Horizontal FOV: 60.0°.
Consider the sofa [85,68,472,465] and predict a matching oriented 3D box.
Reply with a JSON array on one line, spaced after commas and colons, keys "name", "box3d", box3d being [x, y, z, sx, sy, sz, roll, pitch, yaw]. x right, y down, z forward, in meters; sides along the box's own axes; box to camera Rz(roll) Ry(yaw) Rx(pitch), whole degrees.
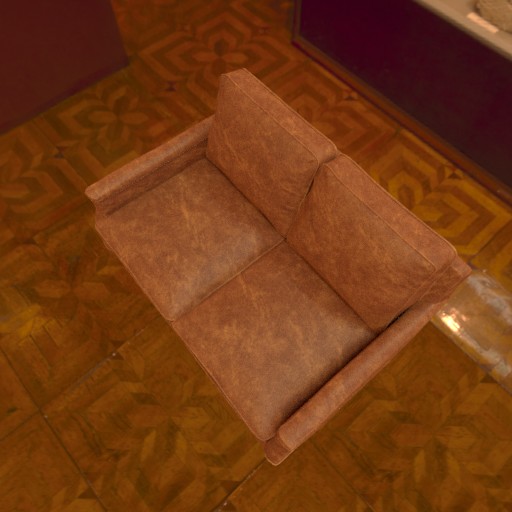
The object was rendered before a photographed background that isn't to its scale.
[{"name": "sofa", "box3d": [0.000, 0.000, 2.222, 1.084, 1.003, 1.597, -36, 69, -17]}]
